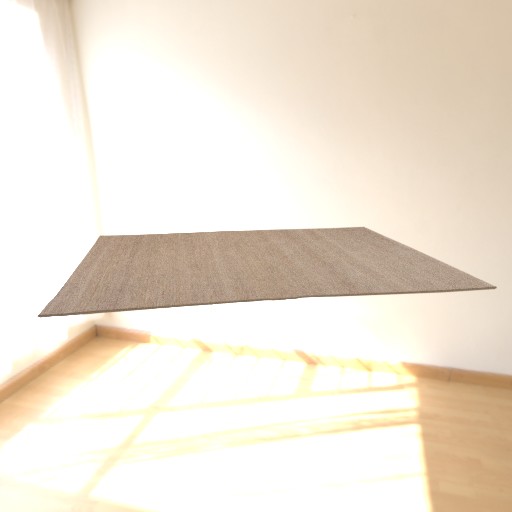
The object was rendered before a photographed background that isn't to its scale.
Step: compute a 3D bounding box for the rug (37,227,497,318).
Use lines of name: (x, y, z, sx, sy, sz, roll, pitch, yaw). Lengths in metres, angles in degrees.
rug: (0.000, 0.000, 4.209, 3.245, 0.046, 2.467, -2, 15, -9)
